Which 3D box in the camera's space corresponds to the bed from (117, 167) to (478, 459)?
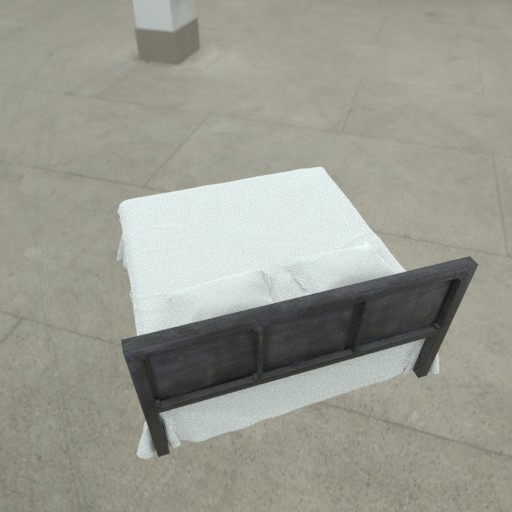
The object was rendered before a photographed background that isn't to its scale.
[{"bbox_3d":[0.000,0.000,3.467,2.255,1.158,2.165,-12,44,-13],"label":"bed"}]
